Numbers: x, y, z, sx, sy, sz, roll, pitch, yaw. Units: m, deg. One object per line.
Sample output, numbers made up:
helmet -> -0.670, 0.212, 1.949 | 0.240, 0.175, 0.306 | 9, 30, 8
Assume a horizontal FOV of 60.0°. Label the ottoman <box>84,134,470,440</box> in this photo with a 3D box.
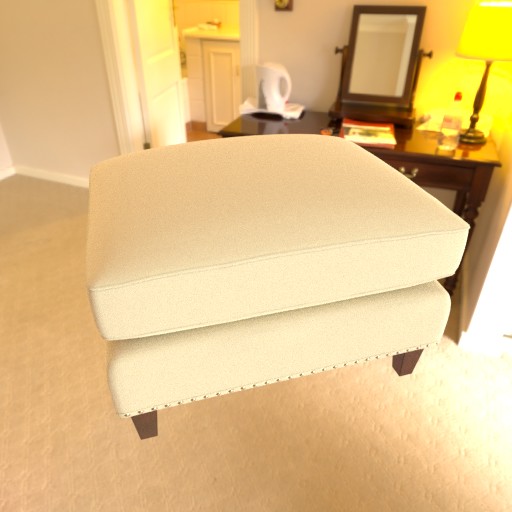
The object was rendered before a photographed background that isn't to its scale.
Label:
ottoman -> 0.000, 0.000, 1.110 | 0.741, 0.513, 0.584 | -9, 34, -14
